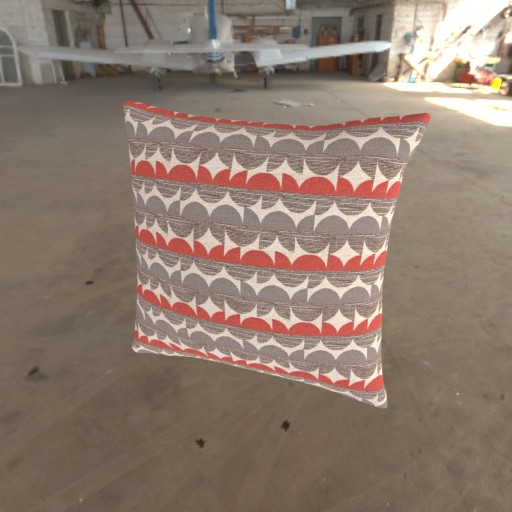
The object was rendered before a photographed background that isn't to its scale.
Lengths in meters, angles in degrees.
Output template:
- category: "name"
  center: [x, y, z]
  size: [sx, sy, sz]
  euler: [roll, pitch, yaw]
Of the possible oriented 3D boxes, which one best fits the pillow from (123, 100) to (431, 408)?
- category: "pillow"
  center: [0.000, 0.000, 0.642]
  size: [0.420, 0.410, 0.180]
  euler: [8, 28, 15]
